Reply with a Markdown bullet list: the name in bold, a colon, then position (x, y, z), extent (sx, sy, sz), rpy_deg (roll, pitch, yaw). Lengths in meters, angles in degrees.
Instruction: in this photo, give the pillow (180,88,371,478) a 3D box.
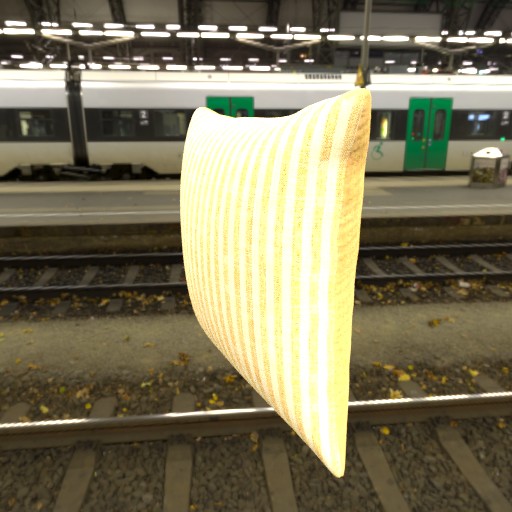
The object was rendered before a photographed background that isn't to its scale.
- **pillow**: position (0.000, 0.000, 0.615), extent (0.173, 0.407, 0.419), rpy_deg (-8, 18, -26)
